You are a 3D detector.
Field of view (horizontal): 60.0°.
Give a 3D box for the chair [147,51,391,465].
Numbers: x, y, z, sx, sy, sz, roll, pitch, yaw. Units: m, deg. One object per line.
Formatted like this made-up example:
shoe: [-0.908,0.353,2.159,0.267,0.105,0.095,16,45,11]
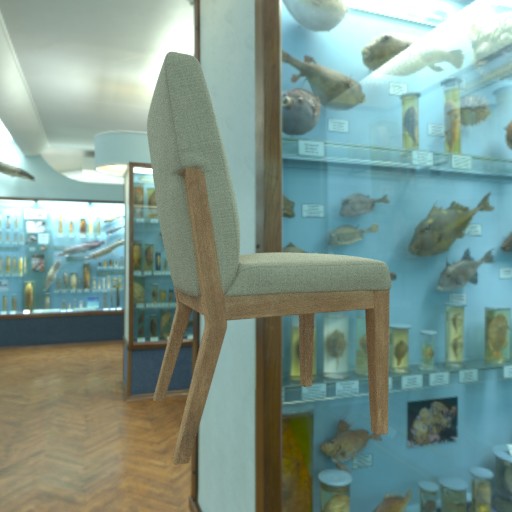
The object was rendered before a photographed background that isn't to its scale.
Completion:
chair: [0.000,0.000,1.272,0.586,0.911,0.507,0,0,-18]
